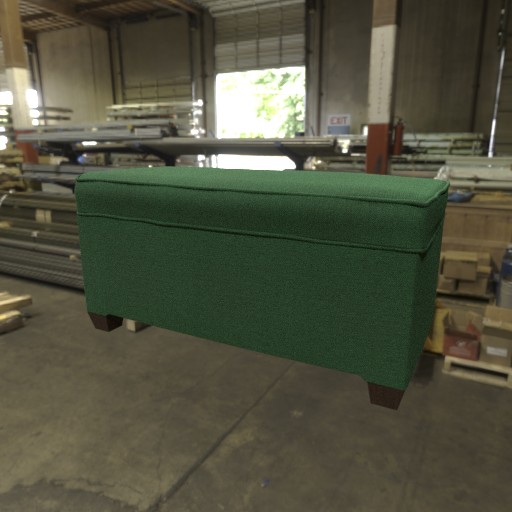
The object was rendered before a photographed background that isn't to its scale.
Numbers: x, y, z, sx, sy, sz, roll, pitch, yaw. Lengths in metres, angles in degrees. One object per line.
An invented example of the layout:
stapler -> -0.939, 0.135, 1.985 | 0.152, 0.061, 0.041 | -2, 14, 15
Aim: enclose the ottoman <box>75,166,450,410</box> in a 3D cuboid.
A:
ottoman -> 0.000, 0.000, 1.249 | 0.957, 0.471, 0.483 | 8, 17, 27
